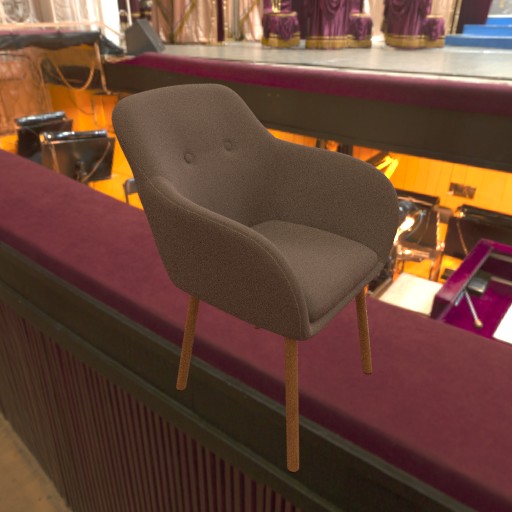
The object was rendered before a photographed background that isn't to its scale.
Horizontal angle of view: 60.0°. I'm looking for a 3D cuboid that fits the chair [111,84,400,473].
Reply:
[{"bbox_3d":[0.000,0.000,1.207,0.590,0.830,0.570,20,34,32],"label":"chair"}]
